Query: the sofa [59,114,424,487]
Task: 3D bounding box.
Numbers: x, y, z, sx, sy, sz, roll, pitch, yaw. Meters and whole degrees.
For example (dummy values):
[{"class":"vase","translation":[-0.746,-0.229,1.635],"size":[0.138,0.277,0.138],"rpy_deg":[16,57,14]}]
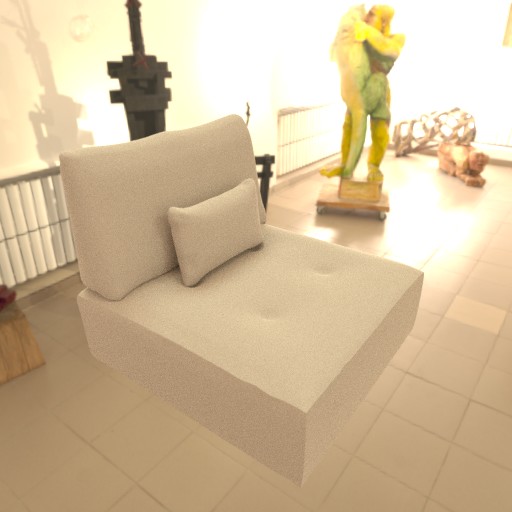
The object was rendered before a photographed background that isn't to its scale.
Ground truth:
[{"class":"sofa","translation":[0.000,0.000,1.653],"size":[1.000,0.828,0.935],"rpy_deg":[19,32,32]}]
